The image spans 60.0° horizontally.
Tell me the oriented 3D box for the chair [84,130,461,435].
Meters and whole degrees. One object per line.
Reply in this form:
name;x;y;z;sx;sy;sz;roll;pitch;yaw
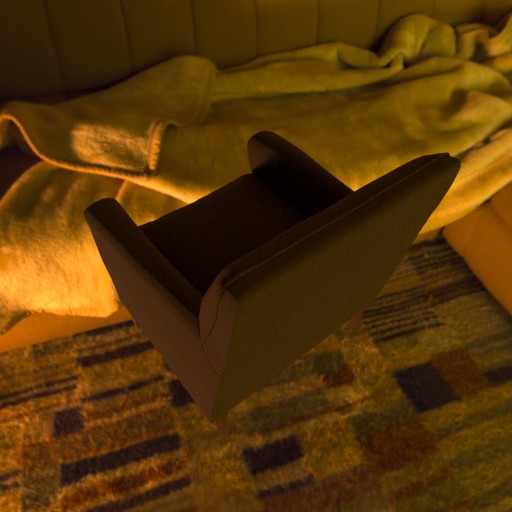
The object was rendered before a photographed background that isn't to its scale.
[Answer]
chair;0.000;0.000;1.555;0.836;0.911;0.831;-30;53;-26
